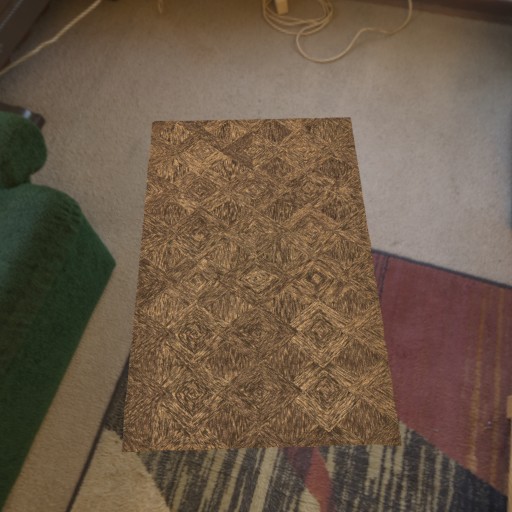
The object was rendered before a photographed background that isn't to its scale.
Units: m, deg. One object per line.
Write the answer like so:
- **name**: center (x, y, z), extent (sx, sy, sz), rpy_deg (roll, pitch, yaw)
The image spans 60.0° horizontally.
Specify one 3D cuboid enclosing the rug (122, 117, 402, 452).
- **rug**: center (0.000, 0.000, 2.255), extent (1.189, 0.011, 1.808), rpy_deg (-1, 65, -1)
